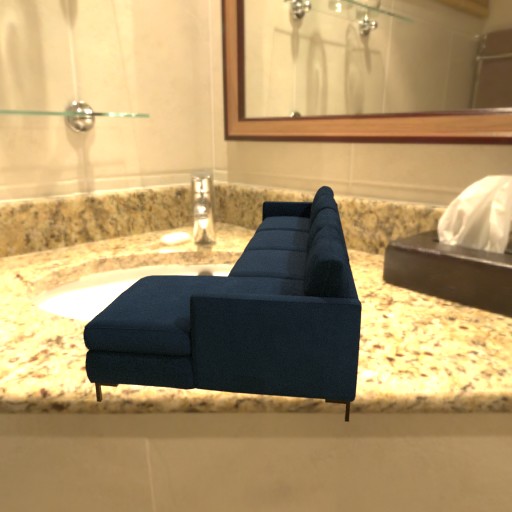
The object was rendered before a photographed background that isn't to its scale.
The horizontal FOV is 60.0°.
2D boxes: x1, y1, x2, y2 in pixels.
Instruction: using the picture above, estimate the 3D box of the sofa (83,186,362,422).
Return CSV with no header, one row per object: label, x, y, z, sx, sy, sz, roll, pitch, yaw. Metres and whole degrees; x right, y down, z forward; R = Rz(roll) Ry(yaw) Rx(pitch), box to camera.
sofa,0.000,0.000,3.457,1.350,0.810,2.932,2,16,8
